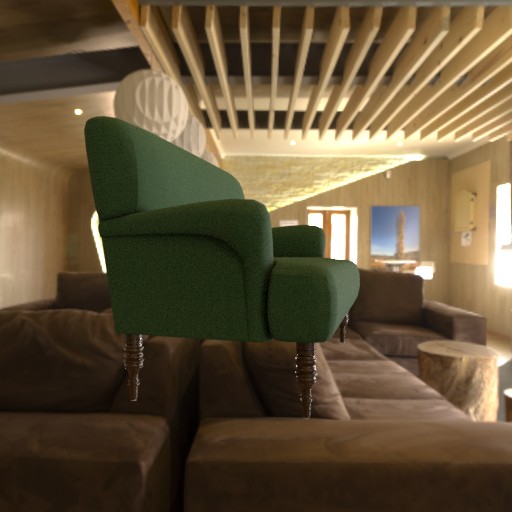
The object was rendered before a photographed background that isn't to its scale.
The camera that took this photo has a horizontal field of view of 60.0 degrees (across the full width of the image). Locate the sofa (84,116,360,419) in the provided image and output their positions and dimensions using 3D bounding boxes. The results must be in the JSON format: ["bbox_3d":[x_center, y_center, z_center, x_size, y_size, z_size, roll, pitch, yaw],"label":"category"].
[{"bbox_3d":[0.000,0.000,1.822,0.779,0.889,1.297,0,0,16],"label":"sofa"}]
